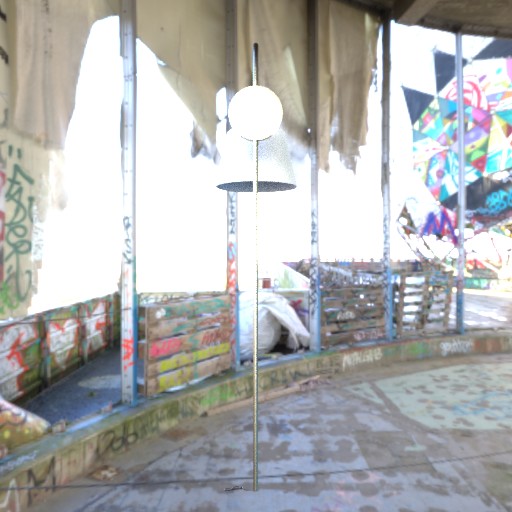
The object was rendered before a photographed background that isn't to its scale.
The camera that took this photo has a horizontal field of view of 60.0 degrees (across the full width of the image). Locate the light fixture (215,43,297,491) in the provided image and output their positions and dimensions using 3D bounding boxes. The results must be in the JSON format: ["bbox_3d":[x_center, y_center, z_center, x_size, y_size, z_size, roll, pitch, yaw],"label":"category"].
[{"bbox_3d":[0.000,0.000,0.461,0.092,0.399,0.176,0,0,0],"label":"light fixture"}]
